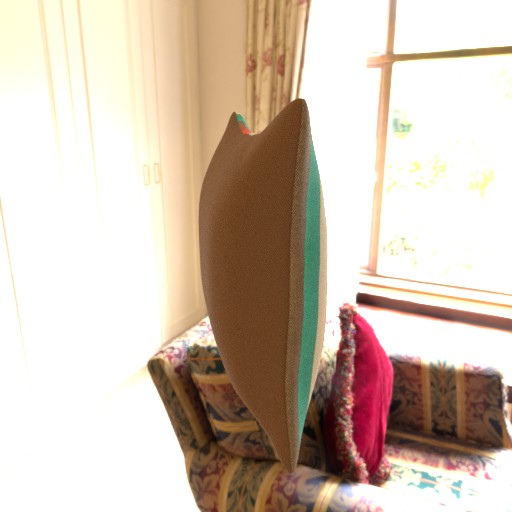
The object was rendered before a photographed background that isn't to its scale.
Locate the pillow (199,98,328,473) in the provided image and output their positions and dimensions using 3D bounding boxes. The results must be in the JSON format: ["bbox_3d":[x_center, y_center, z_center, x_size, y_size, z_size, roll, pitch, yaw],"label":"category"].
[{"bbox_3d":[0.000,0.000,0.692,0.168,0.443,0.453,-3,16,-10],"label":"pillow"}]
